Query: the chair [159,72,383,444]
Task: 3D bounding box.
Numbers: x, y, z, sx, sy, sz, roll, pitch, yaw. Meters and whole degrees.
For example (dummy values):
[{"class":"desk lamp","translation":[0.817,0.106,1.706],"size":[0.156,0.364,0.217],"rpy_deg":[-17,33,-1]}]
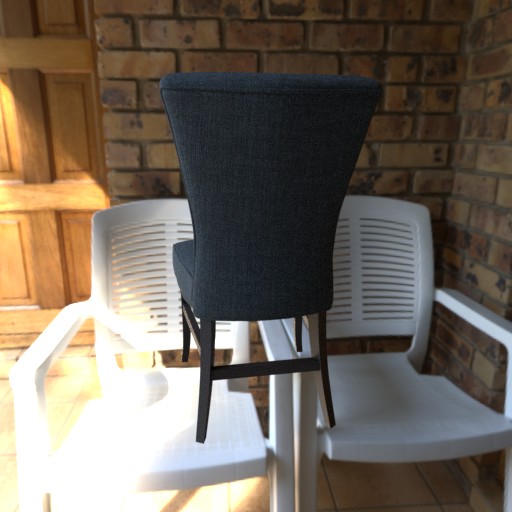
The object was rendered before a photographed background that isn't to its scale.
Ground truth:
[{"class":"chair","translation":[0.000,0.000,1.372],"size":[0.520,0.991,0.660],"rpy_deg":[-3,16,-10]}]
